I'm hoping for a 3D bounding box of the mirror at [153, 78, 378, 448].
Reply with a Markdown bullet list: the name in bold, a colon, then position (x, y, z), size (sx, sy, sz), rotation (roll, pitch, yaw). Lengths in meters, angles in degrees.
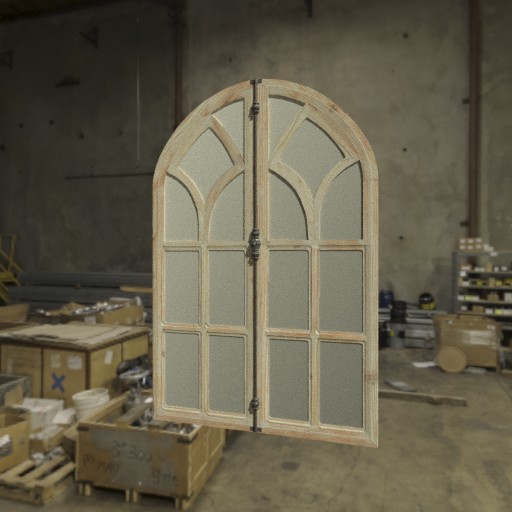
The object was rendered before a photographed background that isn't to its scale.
- **mirror**: position (0.000, 0.000, 1.149), size (0.609, 0.915, 0.032), rotation (0, 0, 18)
